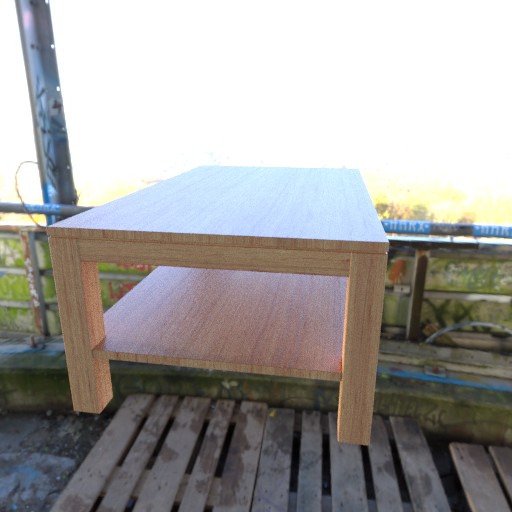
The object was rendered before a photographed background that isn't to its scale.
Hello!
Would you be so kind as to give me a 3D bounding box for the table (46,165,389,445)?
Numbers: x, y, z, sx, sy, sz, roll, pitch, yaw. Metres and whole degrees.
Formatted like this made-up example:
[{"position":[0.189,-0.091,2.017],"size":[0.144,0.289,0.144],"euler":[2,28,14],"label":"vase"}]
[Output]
[{"position":[0.000,0.000,1.478],"size":[0.695,0.457,1.146],"euler":[3,18,9],"label":"table"}]
